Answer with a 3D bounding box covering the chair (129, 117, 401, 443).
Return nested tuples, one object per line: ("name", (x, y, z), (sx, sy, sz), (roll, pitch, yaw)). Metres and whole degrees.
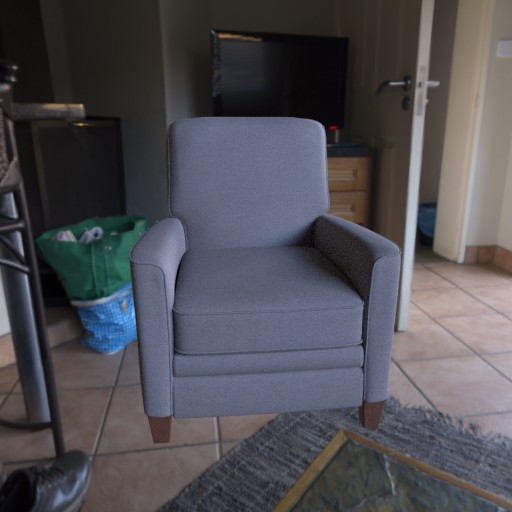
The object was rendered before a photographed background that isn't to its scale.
("chair", (0.000, 0.000, 1.688), (0.845, 1.023, 0.859), (-2, 16, -6))
